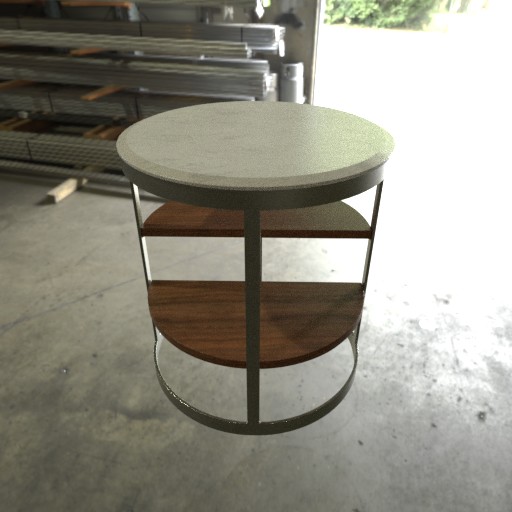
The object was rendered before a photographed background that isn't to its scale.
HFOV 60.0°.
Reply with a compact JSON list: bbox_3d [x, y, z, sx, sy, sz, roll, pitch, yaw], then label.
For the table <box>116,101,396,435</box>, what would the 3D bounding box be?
[{"bbox_3d":[0.000,0.000,0.783,0.407,0.447,0.407,0,32,0],"label":"table"}]
